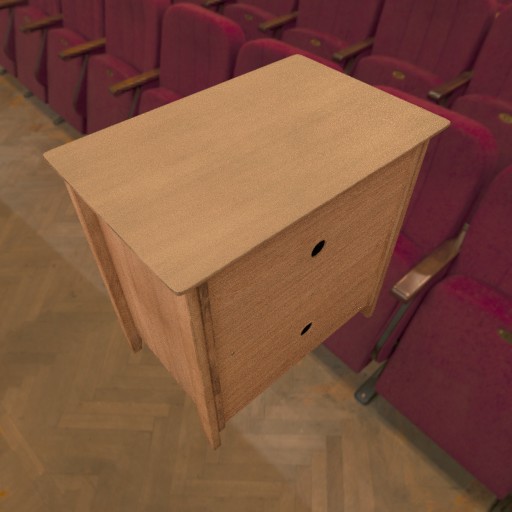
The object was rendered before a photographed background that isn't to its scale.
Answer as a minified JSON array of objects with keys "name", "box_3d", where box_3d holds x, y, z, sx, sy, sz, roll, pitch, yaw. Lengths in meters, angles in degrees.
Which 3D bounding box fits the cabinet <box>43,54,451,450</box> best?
[{"name":"cabinet","box_3d":[0.000,0.000,1.248,0.763,0.762,0.503,-33,55,-27]}]
